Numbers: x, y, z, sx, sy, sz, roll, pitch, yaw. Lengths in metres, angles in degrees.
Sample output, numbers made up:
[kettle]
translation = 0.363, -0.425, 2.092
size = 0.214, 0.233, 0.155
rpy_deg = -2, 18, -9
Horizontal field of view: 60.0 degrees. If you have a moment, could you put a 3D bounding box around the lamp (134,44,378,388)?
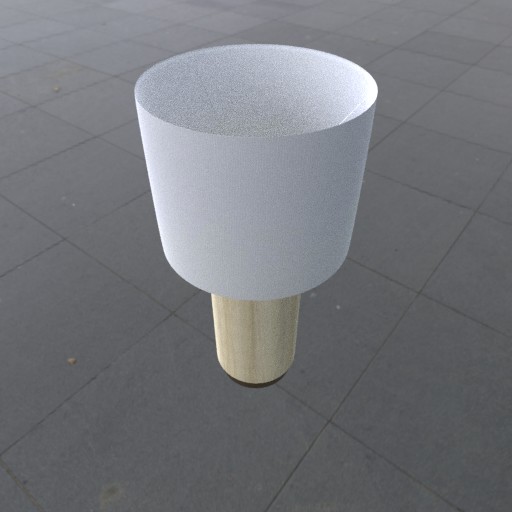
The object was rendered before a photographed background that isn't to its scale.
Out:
[lamp]
translation = 0.000, 0.000, 0.568
size = 0.228, 0.444, 0.228
rpy_deg = -27, 48, -26
